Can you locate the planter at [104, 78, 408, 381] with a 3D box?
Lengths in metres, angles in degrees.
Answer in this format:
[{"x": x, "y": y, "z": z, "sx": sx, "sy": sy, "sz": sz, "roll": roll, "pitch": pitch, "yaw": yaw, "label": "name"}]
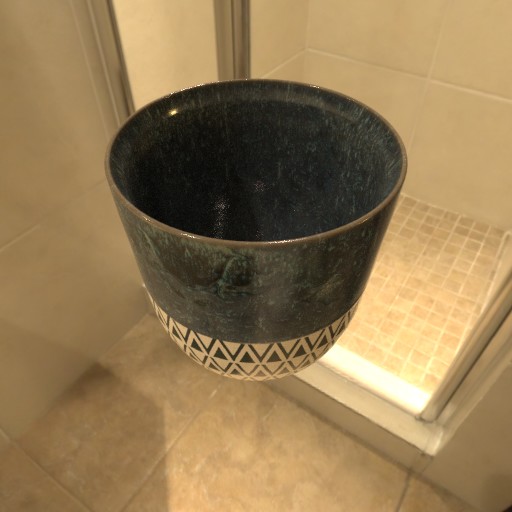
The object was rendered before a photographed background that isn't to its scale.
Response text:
[{"x": 0.000, "y": 0.000, "z": 0.368, "sx": 0.195, "sy": 0.214, "sz": 0.195, "roll": 0, "pitch": 46, "yaw": 0, "label": "planter"}]
